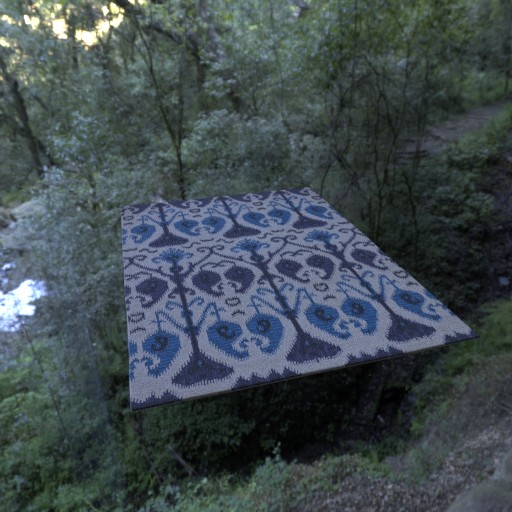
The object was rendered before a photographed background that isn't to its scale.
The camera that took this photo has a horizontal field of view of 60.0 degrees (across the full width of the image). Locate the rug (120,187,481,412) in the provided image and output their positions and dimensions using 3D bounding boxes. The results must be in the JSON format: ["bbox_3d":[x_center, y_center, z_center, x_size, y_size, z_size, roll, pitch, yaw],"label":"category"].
[{"bbox_3d":[0.000,0.000,4.232,2.443,0.024,3.228,-8,30,-14],"label":"rug"}]
